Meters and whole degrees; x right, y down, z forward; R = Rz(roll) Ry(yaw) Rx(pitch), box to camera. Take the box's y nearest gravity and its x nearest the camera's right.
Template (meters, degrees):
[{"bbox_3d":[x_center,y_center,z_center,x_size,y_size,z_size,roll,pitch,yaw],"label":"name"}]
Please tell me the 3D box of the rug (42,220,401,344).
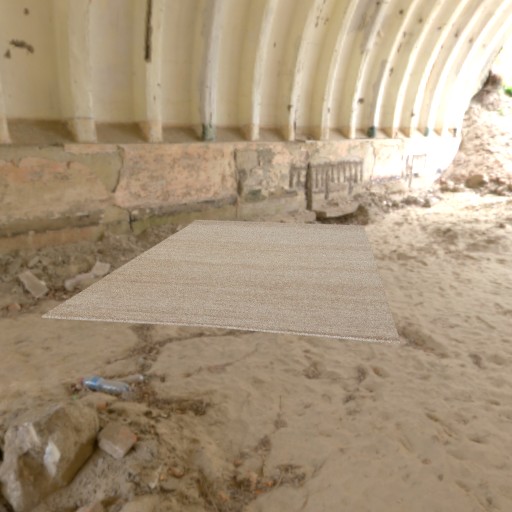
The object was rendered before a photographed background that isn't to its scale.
[{"bbox_3d":[0.000,0.000,2.995,1.574,0.029,2.346,3,16,10],"label":"rug"}]
